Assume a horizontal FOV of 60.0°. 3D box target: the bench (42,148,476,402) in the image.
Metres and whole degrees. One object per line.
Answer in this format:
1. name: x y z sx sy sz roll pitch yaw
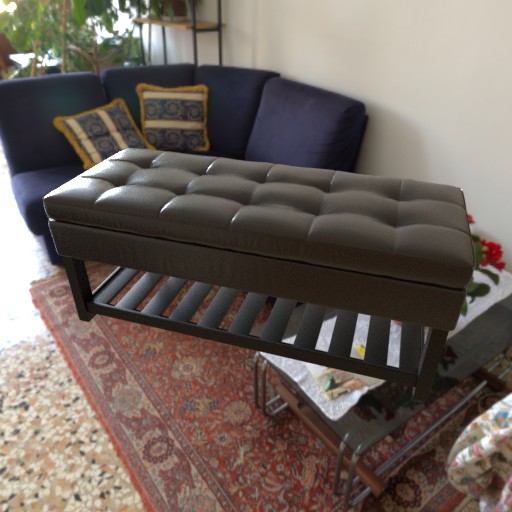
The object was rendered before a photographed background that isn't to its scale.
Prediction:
1. bench: 0.000 0.000 1.342 1.105 0.460 0.432 10 34 15
